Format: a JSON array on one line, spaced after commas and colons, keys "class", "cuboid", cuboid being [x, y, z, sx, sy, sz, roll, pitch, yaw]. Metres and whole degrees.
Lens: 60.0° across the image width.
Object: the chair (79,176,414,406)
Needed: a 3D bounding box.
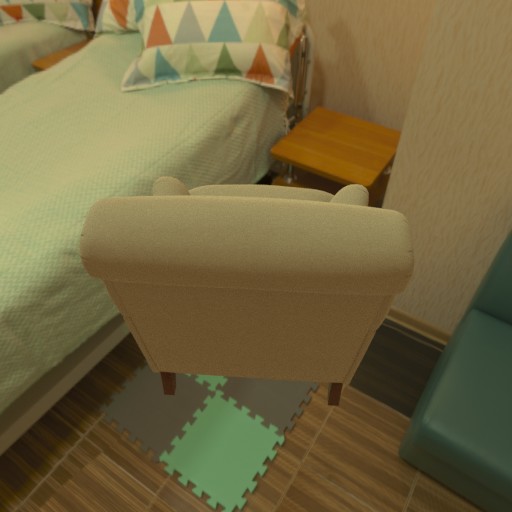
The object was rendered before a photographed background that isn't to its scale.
[{"class": "chair", "cuboid": [0.000, 0.000, 1.515, 0.766, 0.942, 0.842, 3, 46, 3]}]
